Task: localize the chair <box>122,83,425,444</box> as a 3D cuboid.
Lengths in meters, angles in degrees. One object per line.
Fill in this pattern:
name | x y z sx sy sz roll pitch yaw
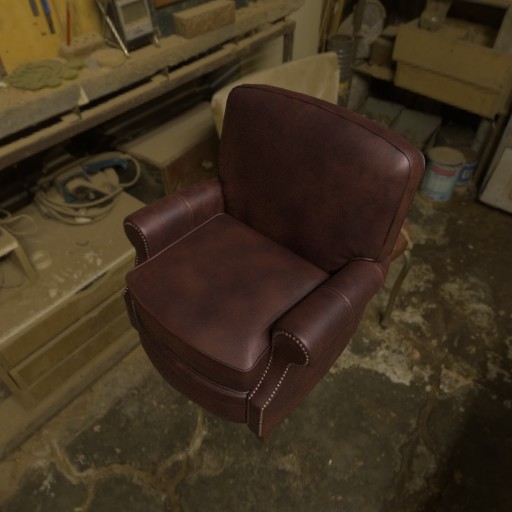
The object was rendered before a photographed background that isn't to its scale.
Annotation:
chair | 0.000 0.000 1.730 0.936 1.018 0.986 32 53 28
